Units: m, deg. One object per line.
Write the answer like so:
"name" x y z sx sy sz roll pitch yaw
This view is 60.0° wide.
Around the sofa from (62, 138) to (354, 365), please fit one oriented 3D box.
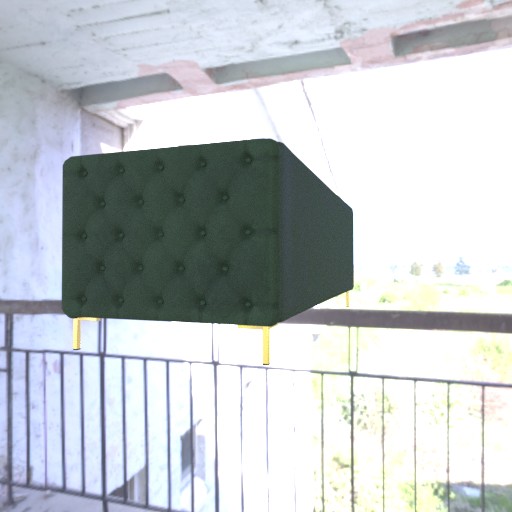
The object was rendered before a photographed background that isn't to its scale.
"sofa" 0.000 0.000 2.604 0.895 0.771 2.209 0 -1 19
